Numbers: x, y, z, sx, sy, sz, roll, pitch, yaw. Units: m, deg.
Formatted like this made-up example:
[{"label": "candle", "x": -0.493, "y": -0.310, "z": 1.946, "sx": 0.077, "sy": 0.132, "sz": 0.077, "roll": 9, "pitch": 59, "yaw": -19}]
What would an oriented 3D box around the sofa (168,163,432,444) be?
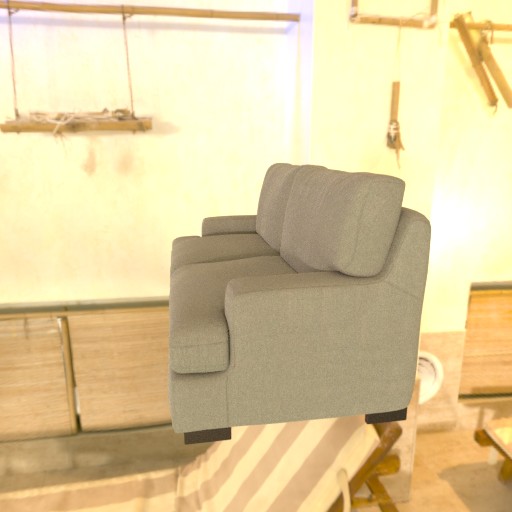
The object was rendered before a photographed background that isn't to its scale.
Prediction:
[{"label": "sofa", "x": 0.000, "y": 0.000, "z": 2.442, "sx": 0.962, "sy": 0.980, "sz": 1.855, "roll": -2, "pitch": 14, "yaw": -10}]
